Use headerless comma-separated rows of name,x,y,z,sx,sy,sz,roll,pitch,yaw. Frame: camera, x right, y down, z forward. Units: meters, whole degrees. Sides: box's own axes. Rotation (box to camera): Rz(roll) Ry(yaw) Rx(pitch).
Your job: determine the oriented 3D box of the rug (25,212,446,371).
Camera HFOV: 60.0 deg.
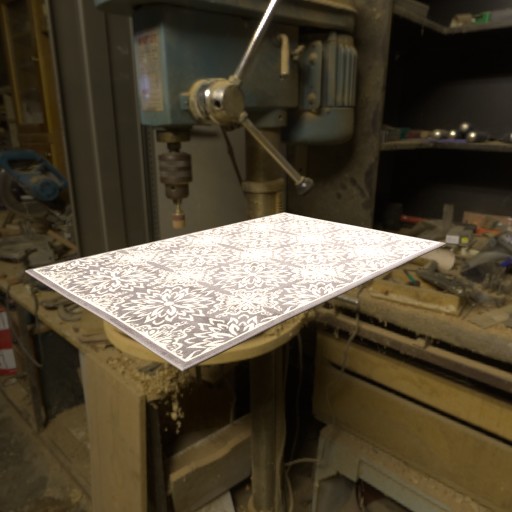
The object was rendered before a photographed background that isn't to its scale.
rug,0.000,0.000,2.298,1.224,0.012,1.847,16,24,42
